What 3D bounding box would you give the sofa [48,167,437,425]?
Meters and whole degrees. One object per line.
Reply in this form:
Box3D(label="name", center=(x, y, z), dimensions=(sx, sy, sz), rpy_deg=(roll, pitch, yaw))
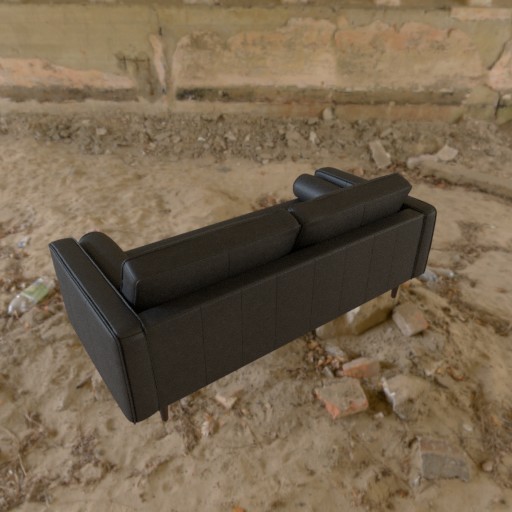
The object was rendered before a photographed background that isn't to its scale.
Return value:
Box3D(label="sofa", center=(0.000, 0.000, 2.386), dimensions=(1.879, 0.770, 0.921), rpy_deg=(-20, 36, -31))
